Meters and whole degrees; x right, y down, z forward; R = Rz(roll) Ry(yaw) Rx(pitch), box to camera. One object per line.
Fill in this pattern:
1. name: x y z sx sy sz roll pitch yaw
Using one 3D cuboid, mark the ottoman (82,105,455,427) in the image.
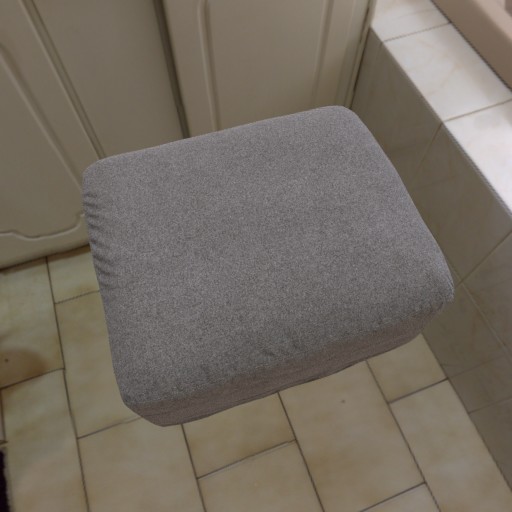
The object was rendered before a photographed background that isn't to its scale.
1. ottoman: 0.000 0.000 1.240 0.837 0.481 0.683 -16 64 -8
